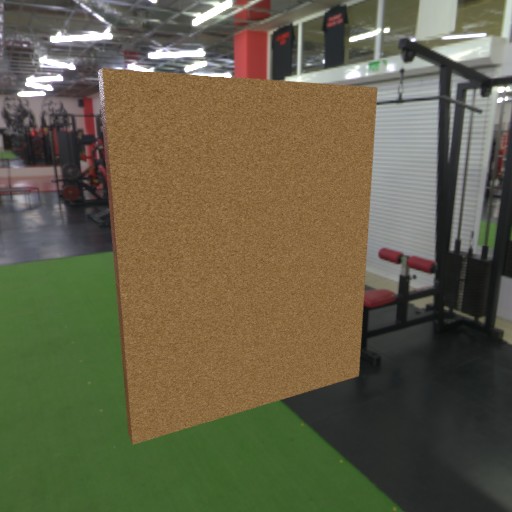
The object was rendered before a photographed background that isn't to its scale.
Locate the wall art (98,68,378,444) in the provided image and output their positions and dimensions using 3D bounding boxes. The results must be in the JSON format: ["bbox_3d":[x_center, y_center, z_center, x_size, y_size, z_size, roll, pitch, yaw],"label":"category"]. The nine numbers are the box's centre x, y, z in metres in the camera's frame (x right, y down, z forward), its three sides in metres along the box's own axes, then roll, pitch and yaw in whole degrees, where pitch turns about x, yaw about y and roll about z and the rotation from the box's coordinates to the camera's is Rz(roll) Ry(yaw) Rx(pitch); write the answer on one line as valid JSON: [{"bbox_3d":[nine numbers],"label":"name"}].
[{"bbox_3d":[0.000,0.000,0.764,0.467,0.567,0.033,-7,16,-27],"label":"wall art"}]
